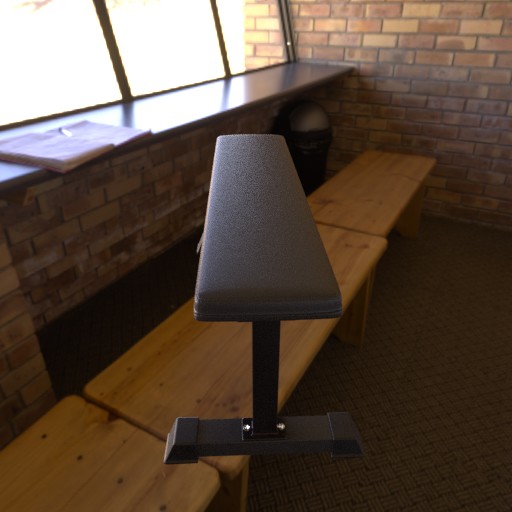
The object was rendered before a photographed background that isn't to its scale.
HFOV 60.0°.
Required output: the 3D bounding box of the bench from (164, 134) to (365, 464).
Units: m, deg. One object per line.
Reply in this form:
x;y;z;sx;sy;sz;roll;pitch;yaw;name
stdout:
0.000;0.000;1.293;0.439;0.453;1.072;-1;29;-2;bench
